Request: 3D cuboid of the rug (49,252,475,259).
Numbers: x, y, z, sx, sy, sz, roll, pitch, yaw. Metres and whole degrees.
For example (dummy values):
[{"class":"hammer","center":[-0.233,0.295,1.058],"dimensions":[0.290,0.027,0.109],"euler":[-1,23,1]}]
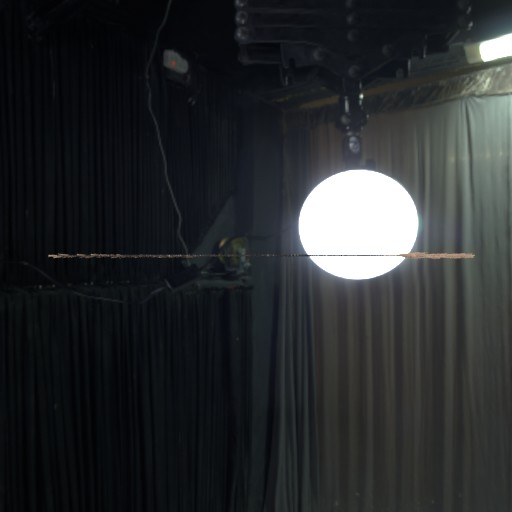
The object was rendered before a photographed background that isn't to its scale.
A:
[{"class":"rug","center":[0.000,0.000,2.428],"dimensions":[2.021,0.027,1.224],"euler":[0,0,34]}]
